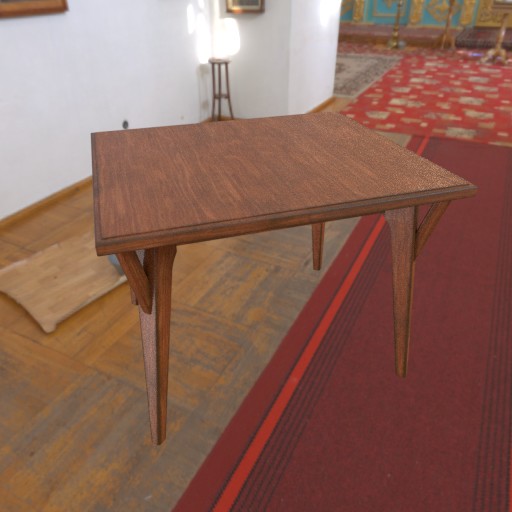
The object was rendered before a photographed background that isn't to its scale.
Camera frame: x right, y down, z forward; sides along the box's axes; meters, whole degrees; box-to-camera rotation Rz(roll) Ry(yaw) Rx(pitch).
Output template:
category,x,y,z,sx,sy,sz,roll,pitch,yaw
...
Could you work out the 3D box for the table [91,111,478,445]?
category,x,y,z,sx,sy,sz,roll,pitch,yaw
table,0.000,0.000,1.604,0.991,0.761,0.838,-10,34,-15
